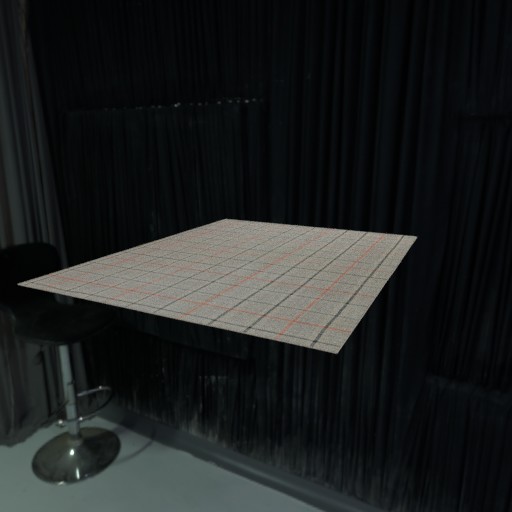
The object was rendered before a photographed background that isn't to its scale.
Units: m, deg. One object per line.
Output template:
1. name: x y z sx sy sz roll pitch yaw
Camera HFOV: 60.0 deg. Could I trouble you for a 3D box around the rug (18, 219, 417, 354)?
1. rug: 0.000 0.000 4.083 2.444 0.012 3.048 7 17 26
